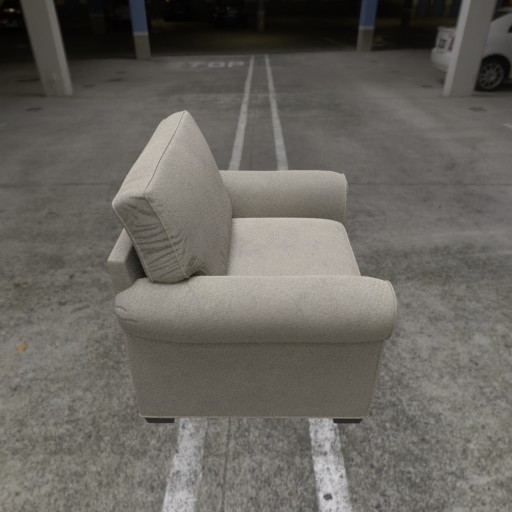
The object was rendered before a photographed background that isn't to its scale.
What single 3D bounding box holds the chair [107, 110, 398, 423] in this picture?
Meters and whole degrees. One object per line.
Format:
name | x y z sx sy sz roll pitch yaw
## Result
chair | 0.000 0.000 1.935 0.939 1.044 1.147 0 33 0
